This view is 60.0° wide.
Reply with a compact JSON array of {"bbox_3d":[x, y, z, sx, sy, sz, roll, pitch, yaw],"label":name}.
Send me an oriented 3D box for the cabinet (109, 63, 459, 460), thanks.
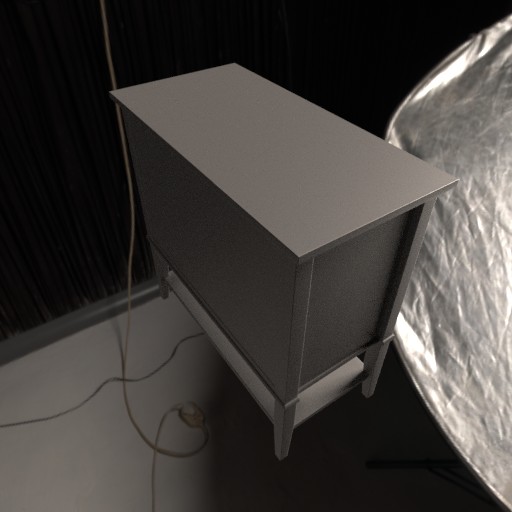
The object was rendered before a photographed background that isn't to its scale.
[{"bbox_3d":[0.000,0.000,1.271,0.396,0.780,0.801,-25,47,-25],"label":"cabinet"}]
